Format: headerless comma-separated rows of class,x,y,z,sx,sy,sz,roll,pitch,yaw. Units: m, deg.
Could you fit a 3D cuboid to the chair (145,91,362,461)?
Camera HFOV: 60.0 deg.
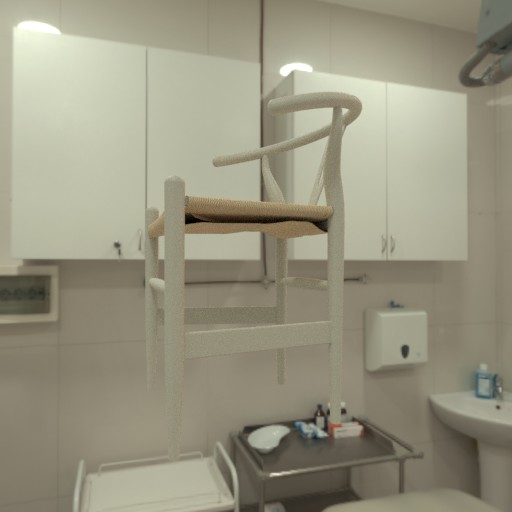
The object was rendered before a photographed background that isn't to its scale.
chair,0.000,0.000,1.095,0.500,0.736,0.533,0,-1,-18
